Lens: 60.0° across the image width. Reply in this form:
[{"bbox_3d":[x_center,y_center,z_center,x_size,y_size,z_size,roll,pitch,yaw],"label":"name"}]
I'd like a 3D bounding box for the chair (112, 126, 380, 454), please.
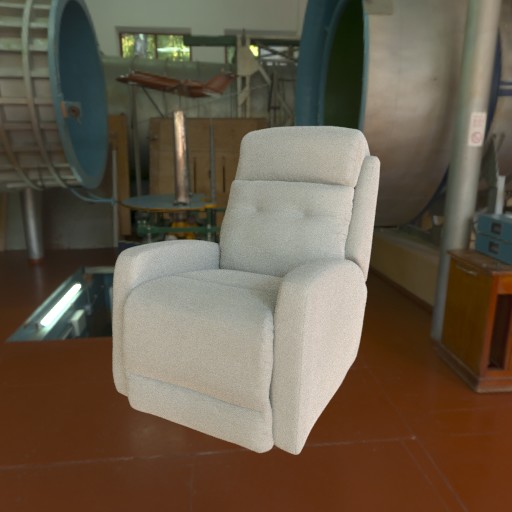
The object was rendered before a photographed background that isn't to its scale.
[{"bbox_3d":[0.000,0.000,1.773,0.798,1.013,1.043,8,17,27],"label":"chair"}]
